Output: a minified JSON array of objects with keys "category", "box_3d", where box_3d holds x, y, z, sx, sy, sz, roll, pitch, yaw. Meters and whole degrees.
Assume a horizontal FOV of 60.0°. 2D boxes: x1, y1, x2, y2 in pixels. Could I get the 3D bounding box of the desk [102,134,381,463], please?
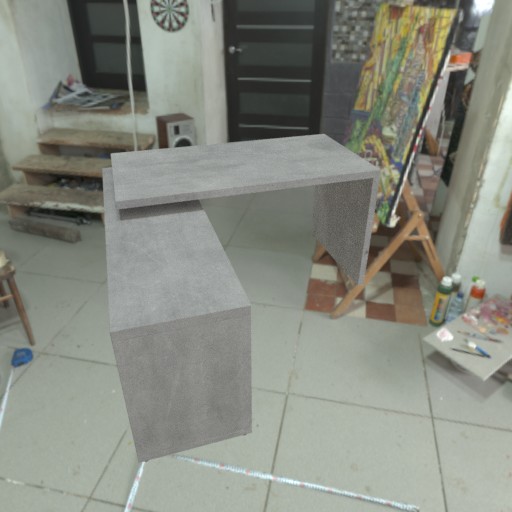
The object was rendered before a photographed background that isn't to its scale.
[{"category":"desk","box_3d":[0.000,0.000,2.287,1.400,0.740,1.500,-9,32,-15]}]
